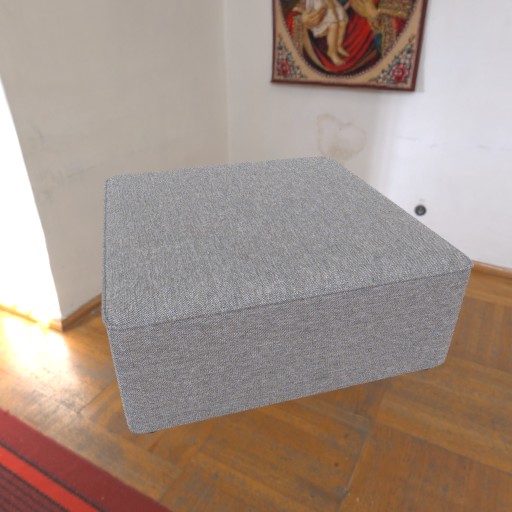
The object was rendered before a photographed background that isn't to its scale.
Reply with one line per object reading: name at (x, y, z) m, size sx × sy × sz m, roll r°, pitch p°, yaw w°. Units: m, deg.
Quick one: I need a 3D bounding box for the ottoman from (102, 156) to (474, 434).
ottoman at (0.000, 0.000, 1.602) m, size 1.005 × 0.455 × 1.005 m, roll -8°, pitch 31°, yaw -14°
